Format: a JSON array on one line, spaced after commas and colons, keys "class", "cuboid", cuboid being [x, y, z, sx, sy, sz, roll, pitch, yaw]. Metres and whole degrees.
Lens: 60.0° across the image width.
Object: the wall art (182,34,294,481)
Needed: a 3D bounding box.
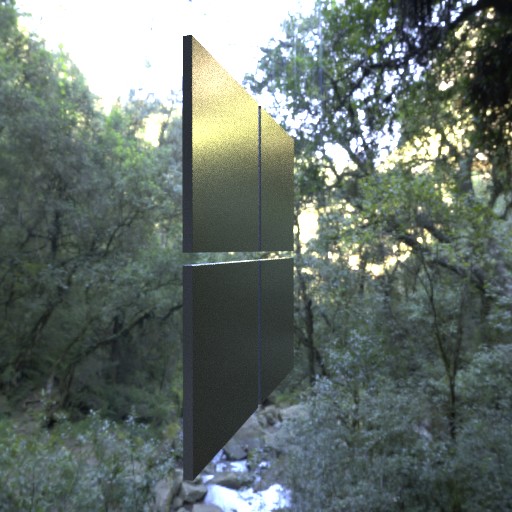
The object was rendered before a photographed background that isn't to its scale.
[{"class": "wall art", "cuboid": [0.000, 0.000, 1.645, 0.029, 1.118, 1.118, 0, 1, 18]}]
